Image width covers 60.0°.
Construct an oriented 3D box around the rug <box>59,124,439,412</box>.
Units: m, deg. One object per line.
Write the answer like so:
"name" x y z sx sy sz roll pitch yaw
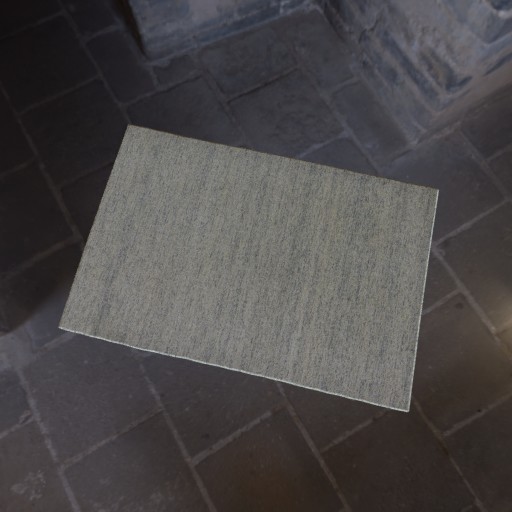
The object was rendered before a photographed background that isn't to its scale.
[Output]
"rug" 0.000 0.000 2.965 2.263 0.017 1.523 13 75 3
